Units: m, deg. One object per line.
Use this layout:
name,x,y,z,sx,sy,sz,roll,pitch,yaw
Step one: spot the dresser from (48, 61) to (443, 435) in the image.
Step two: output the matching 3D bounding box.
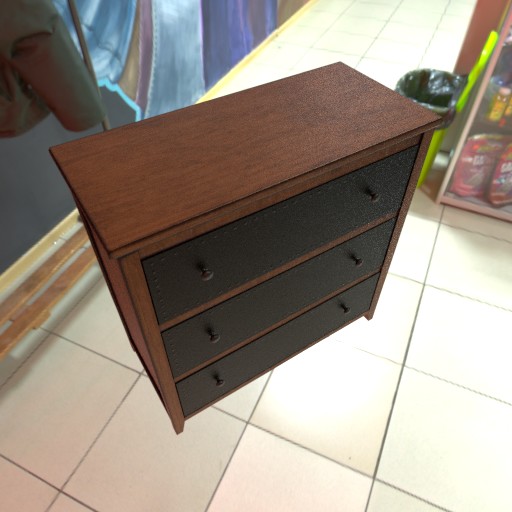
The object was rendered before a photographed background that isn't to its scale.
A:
dresser,0.000,0.000,1.960,1.250,1.224,0.591,-25,51,-22
